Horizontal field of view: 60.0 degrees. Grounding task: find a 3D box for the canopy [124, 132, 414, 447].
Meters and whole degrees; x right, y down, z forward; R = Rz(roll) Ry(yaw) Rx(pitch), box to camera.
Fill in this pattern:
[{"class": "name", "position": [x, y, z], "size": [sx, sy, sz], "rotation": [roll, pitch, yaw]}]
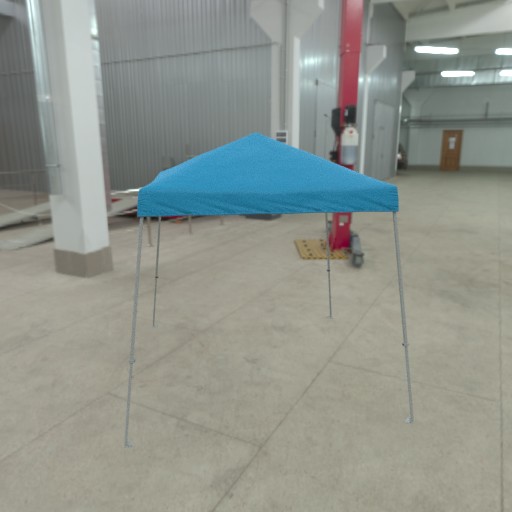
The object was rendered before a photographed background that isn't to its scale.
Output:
[{"class": "canopy", "position": [0.000, 0.000, 6.702], "size": [3.599, 3.600, 3.600], "rotation": [-2, 14, -7]}]
